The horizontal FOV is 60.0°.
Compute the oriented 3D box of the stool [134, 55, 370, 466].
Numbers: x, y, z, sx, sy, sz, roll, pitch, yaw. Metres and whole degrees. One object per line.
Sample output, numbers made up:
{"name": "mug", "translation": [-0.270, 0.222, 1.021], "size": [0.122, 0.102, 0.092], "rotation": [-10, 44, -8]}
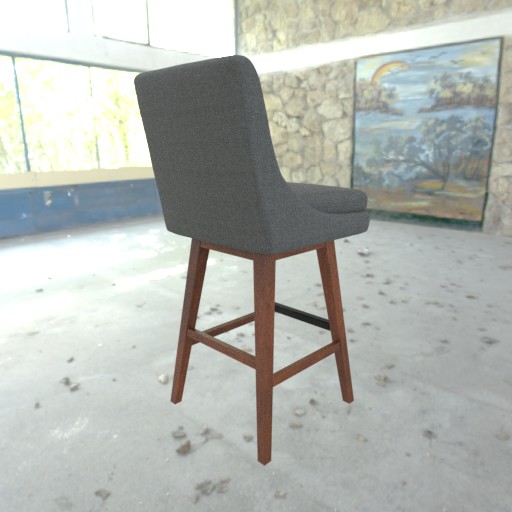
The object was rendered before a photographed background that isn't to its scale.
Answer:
{"name": "stool", "translation": [0.000, 0.000, 1.280], "size": [0.447, 0.977, 0.524], "rotation": [14, 20, 43]}
